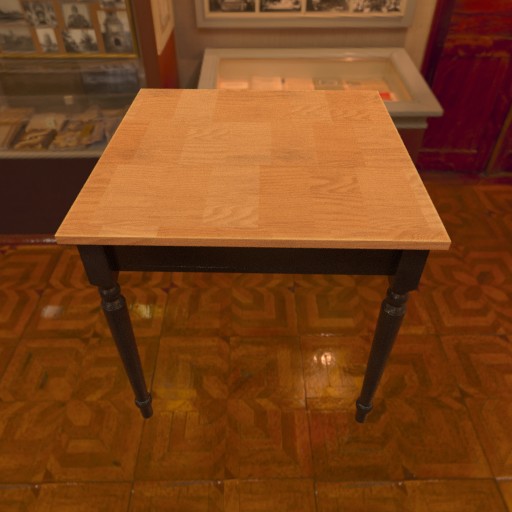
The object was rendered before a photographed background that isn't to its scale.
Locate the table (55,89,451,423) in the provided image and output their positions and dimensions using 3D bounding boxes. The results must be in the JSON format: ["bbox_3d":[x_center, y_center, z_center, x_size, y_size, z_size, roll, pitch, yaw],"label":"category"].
[{"bbox_3d":[0.000,0.000,1.356,0.747,0.738,0.747,1,41,1],"label":"table"}]
